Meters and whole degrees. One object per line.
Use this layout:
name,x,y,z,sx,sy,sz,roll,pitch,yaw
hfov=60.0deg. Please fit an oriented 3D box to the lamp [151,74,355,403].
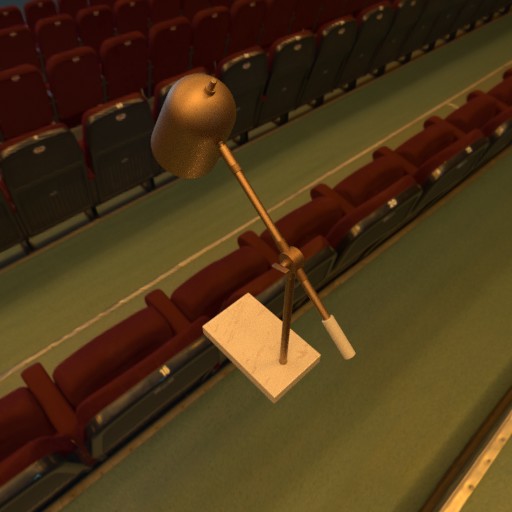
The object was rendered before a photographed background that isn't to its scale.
lamp,0.000,0.000,0.805,0.144,0.603,0.471,-35,56,-27
